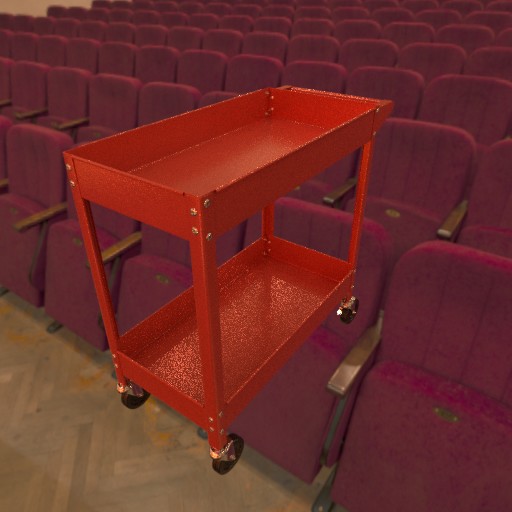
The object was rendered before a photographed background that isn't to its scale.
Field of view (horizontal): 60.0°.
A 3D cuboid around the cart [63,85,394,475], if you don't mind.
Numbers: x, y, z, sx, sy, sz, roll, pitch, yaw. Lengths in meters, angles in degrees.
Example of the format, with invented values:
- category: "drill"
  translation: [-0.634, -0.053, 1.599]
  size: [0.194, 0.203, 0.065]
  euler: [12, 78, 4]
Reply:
- category: "cart"
  translation: [0.000, 0.000, 1.176]
  size: [0.366, 0.719, 0.779]
  euler: [21, 38, 30]
